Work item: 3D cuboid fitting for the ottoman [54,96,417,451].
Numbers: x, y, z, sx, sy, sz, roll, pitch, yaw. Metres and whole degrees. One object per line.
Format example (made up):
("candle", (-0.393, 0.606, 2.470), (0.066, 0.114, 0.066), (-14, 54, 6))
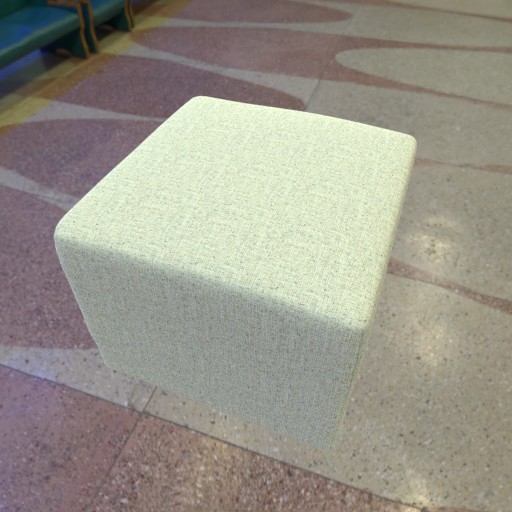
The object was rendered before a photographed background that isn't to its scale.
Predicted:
("ottoman", (0.000, 0.000, 0.922), (0.512, 0.453, 0.521), (16, 47, 15))
